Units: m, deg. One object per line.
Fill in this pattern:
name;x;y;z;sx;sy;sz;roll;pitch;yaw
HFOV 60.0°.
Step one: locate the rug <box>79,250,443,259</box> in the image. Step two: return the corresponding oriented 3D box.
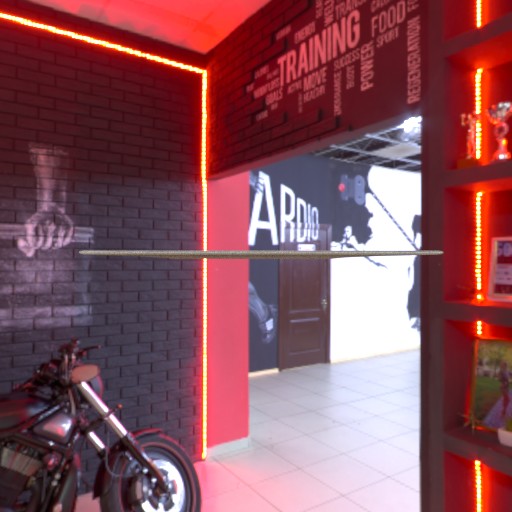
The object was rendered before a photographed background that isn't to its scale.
rug;0.000;0.000;3.098;1.535;0.022;2.498;0;-1;-1
